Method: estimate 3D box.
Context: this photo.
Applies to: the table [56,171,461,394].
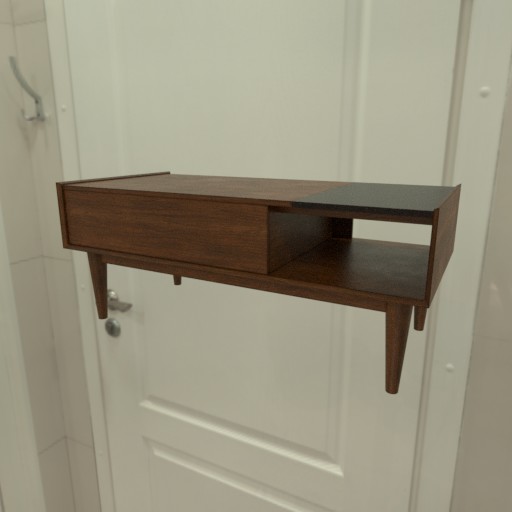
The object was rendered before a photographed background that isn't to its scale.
[{"bbox_3d":[0.000,0.000,1.555,1.221,0.508,0.610,8,17,27],"label":"table"}]
